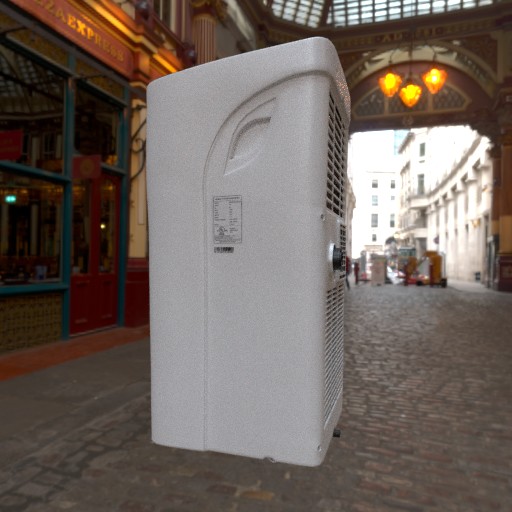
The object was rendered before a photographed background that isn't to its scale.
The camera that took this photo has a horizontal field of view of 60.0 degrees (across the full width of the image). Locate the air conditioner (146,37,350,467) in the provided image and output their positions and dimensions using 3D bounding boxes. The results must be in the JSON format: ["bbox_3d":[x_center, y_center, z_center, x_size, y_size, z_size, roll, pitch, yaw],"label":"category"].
[{"bbox_3d":[0.000,0.000,0.911,0.369,0.716,0.352,0,0,18],"label":"air conditioner"}]
